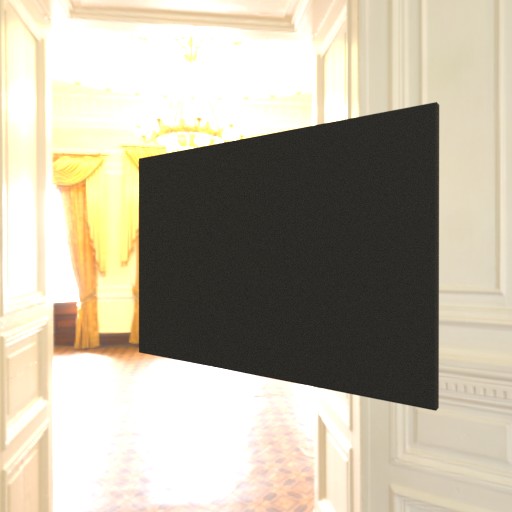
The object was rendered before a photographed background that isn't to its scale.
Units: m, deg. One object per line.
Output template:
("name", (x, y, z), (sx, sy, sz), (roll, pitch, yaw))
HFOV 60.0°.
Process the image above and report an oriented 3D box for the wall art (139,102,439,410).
("wall art", (0.000, 0.000, 1.236), (0.964, 0.659, 0.049), (0, 0, 37))
